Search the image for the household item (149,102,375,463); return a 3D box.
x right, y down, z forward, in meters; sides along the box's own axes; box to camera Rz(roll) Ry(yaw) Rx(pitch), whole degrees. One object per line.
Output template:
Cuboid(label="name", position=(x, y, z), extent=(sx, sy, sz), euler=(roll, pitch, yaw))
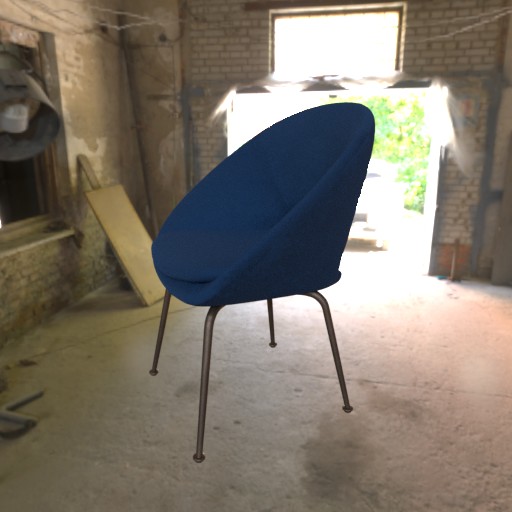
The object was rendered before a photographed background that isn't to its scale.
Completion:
Cuboid(label="household item", position=(0.000, 0.000, 1.277), extent=(0.573, 0.852, 0.623), euler=(-7, 17, -25))
